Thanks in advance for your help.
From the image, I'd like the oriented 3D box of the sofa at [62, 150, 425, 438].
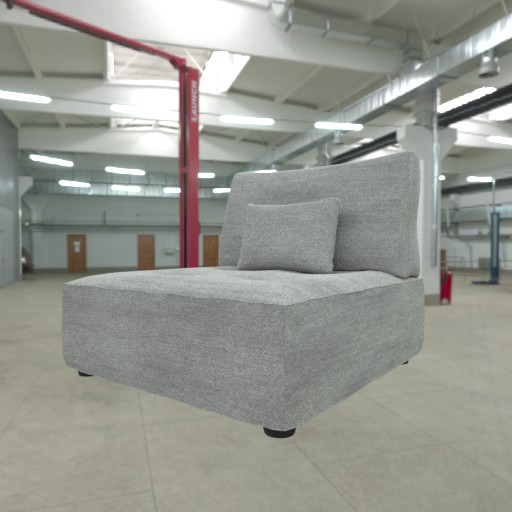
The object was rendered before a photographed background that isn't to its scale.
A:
[{"bbox_3d":[0.000,0.000,1.643,0.930,0.820,1.000,1,2,37],"label":"sofa"}]
